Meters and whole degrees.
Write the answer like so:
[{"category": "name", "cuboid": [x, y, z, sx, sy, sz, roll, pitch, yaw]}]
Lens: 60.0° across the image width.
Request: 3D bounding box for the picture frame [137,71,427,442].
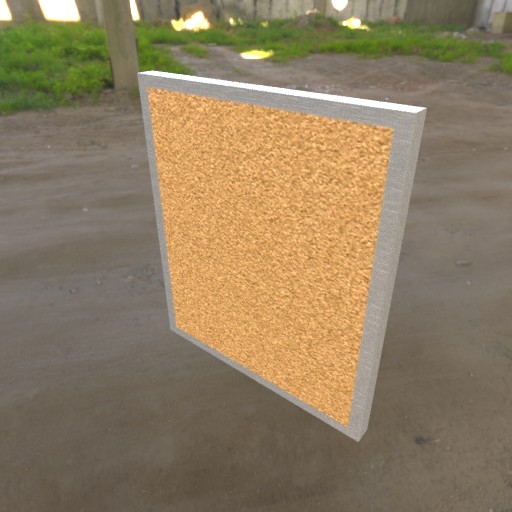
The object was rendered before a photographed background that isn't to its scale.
[{"category": "picture frame", "cuboid": [0.000, 0.000, 0.523, 0.327, 0.378, 0.027, 22, 37, 33]}]
